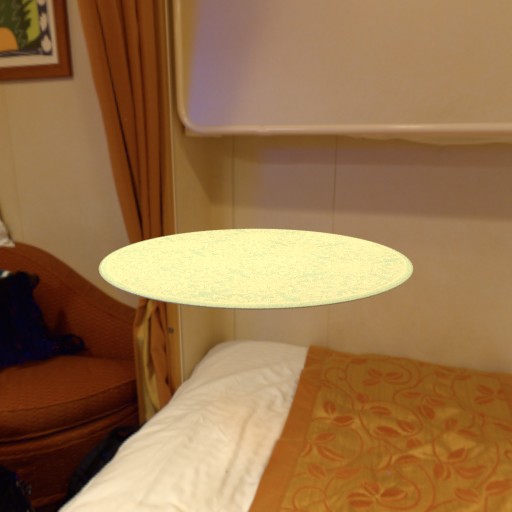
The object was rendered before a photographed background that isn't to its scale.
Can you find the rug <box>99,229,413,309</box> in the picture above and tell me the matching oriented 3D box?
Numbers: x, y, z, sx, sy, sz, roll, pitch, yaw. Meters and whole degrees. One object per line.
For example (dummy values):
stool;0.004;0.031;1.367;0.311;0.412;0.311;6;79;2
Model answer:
rug;0.000;0.000;2.374;1.593;0.012;1.593;0;14;0
